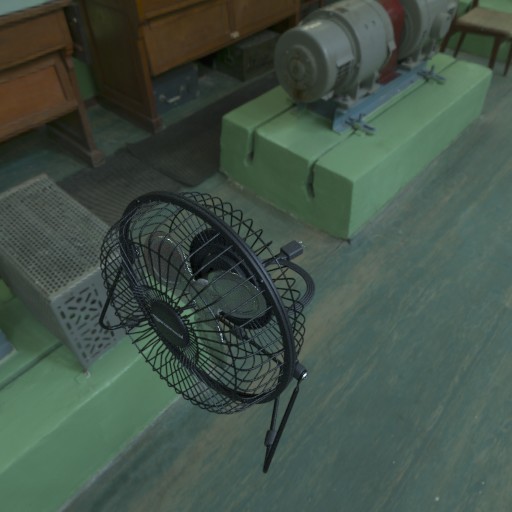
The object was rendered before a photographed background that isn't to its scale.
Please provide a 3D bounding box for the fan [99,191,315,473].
[{"bbox_3d":[0.000,0.000,0.381,0.209,0.188,0.227,32,54,26],"label":"fan"}]
